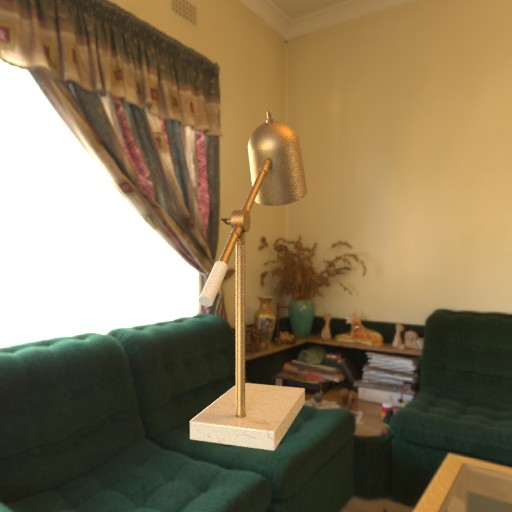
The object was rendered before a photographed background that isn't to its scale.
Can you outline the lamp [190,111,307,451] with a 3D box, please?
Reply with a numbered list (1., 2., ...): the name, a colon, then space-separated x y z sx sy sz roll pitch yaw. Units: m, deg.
1. lamp: 0.000 0.000 0.833 0.144 0.603 0.471 0 0 18
